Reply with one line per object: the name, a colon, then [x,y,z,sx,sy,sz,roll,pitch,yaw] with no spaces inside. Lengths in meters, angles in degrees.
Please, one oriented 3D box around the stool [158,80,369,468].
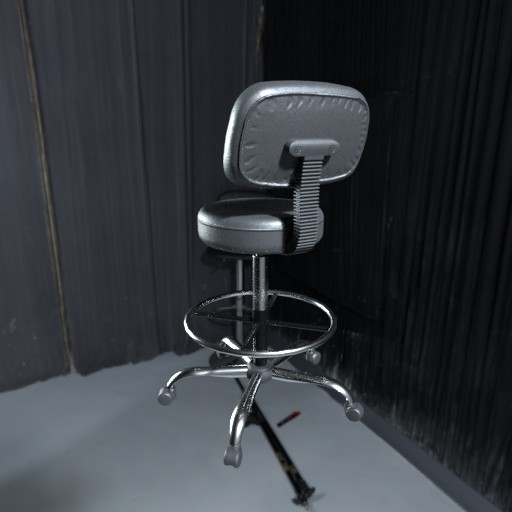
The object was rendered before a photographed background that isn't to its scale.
stool: [0.000,0.000,1.509,0.694,1.069,0.658,-9,19,-27]
